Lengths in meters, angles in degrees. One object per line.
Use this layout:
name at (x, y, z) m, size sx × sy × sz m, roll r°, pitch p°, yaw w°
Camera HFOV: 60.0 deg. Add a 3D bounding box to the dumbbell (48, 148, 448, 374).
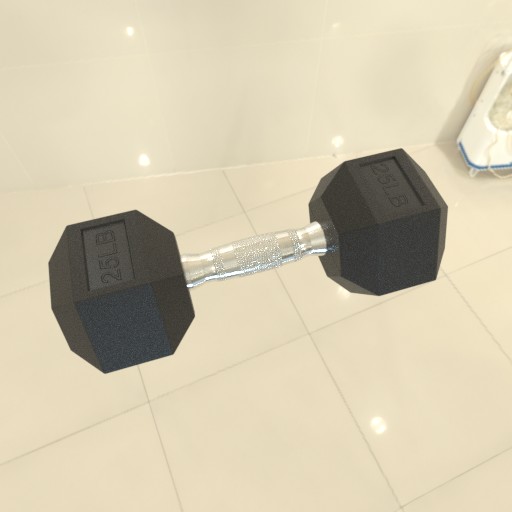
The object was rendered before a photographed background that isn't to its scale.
dumbbell at (0.000, 0.000, 0.376) m, size 0.315 × 0.113 × 0.129 m, roll -14°, pitch 60°, yaw -9°
